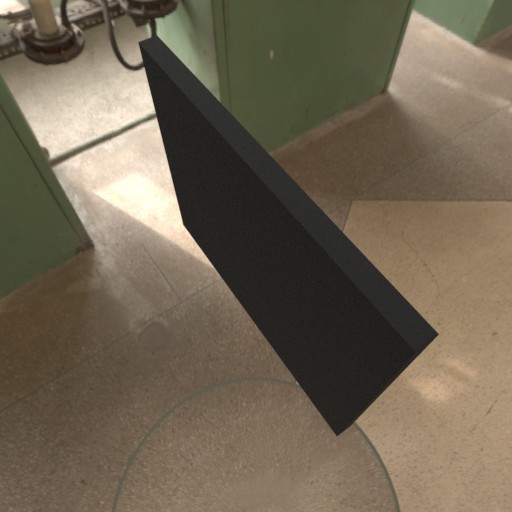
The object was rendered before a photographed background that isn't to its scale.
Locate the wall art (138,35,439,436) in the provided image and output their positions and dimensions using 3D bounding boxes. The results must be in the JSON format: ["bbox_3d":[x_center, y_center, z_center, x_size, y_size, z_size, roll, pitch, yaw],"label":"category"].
[{"bbox_3d":[0.000,0.000,0.720,0.031,0.457,0.558,-30,63,-17],"label":"wall art"}]
